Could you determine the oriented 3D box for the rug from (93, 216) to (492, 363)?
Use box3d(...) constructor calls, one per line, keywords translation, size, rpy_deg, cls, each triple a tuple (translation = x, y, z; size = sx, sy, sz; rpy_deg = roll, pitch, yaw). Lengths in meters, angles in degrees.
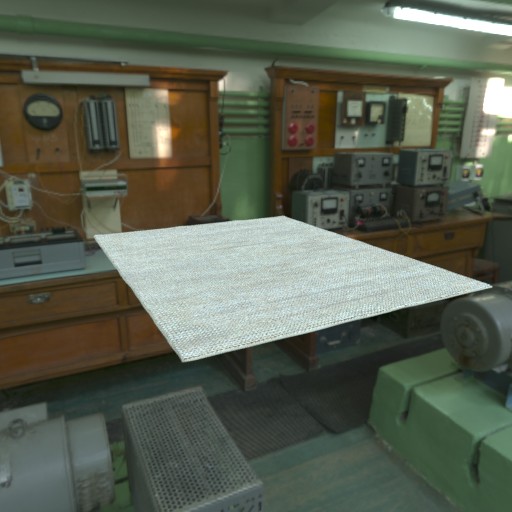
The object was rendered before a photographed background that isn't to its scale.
box3d(translation=(0.000, 0.000, 4.082), size=(2.429, 0.030, 3.052), rpy_deg=(-8, 18, -26), cls="rug")
